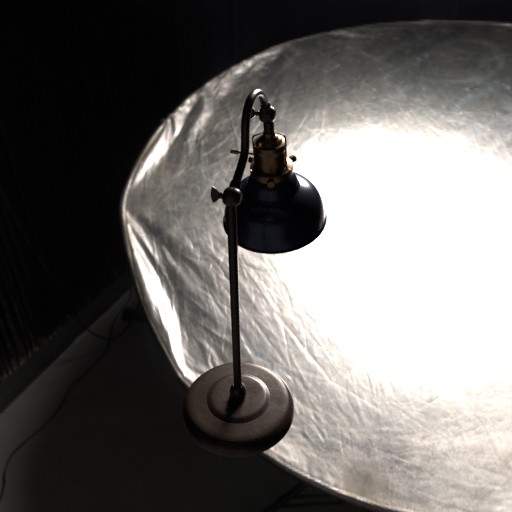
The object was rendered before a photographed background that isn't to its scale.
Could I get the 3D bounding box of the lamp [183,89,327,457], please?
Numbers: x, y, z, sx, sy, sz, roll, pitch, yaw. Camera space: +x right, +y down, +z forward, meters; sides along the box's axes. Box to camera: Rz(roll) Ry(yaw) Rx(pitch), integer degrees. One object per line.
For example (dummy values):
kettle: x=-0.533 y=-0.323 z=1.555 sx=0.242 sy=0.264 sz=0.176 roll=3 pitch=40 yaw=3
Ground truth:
lamp: x=0.000 y=0.000 z=0.709 sx=0.192 sy=0.508 sz=0.374 roll=10 pitch=33 yaw=16
